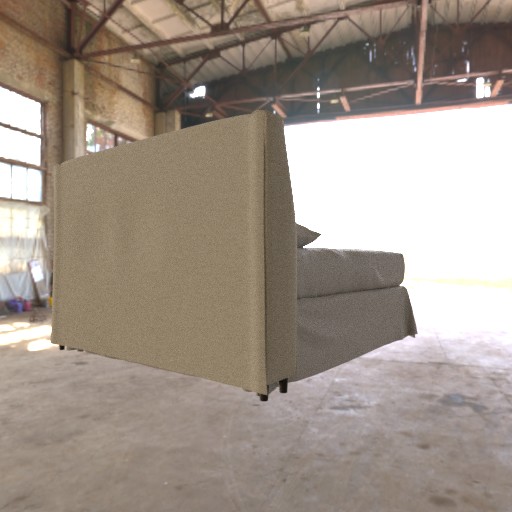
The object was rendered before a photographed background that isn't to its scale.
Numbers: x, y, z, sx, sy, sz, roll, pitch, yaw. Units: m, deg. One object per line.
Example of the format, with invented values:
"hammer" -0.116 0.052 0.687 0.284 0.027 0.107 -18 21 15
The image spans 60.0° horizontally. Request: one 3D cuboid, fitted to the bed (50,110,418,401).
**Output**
"bed" 0.000 0.000 3.425 1.925 1.332 2.276 0 0 38
